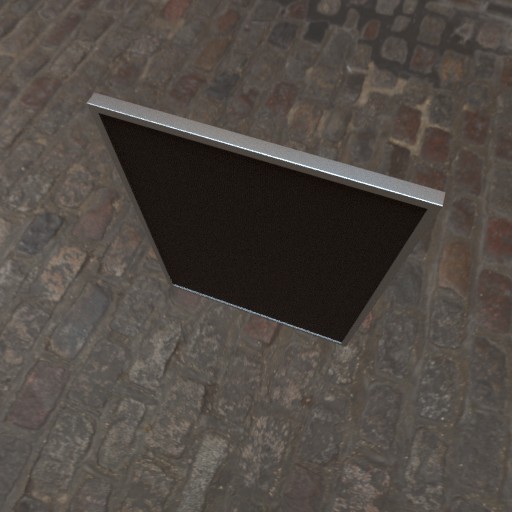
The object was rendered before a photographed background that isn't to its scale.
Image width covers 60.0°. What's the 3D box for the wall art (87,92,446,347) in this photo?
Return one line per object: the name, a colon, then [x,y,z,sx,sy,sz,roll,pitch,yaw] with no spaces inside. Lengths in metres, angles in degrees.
wall art: [0.000,0.000,1.419,0.801,1.062,0.037,18,65,9]
